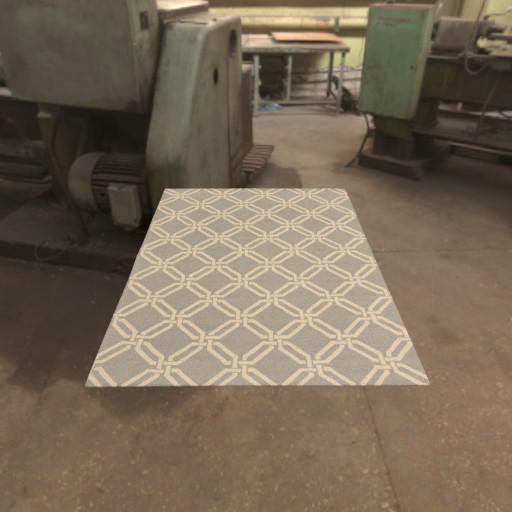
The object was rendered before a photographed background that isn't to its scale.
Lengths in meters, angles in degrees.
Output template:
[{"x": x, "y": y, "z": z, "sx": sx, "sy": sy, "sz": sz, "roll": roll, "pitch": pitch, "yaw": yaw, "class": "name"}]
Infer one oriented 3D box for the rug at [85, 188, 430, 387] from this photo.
[{"x": 0.000, "y": 0.000, "z": 2.845, "sx": 1.522, "sy": 0.013, "sz": 2.133, "roll": 0, "pitch": 32, "yaw": 0, "class": "rug"}]
